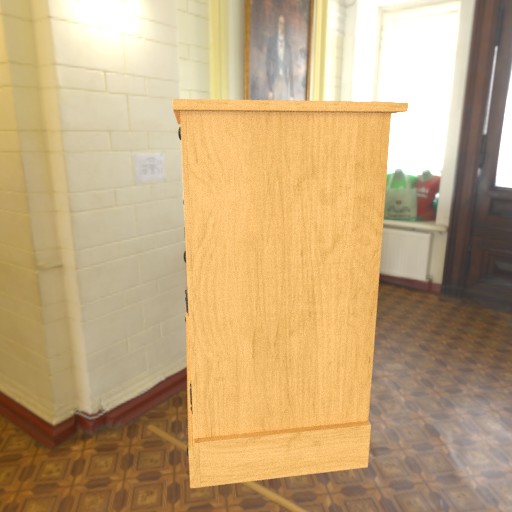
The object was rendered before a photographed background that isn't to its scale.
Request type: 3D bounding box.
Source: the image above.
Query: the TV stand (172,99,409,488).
[{"bbox_3d":[0.000,0.000,1.283,0.430,0.787,0.851,-2,15,-9],"label":"TV stand"}]
